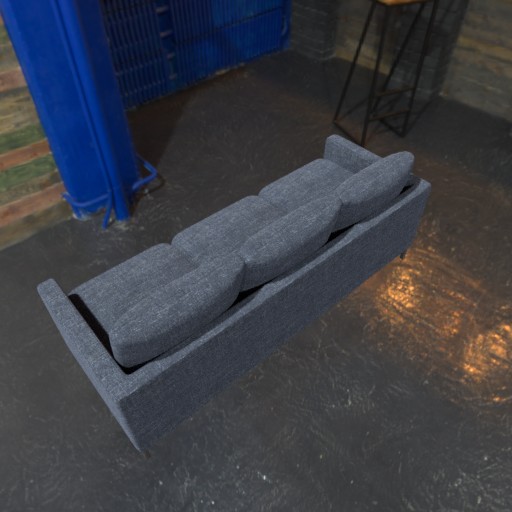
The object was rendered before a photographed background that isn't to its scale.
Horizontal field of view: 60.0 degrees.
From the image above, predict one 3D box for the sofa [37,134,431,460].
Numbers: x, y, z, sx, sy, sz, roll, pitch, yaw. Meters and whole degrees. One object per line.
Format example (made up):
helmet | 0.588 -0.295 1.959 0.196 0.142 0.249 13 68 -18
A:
sofa | 0.000 0.000 2.653 2.218 0.874 0.859 -32 54 -27
